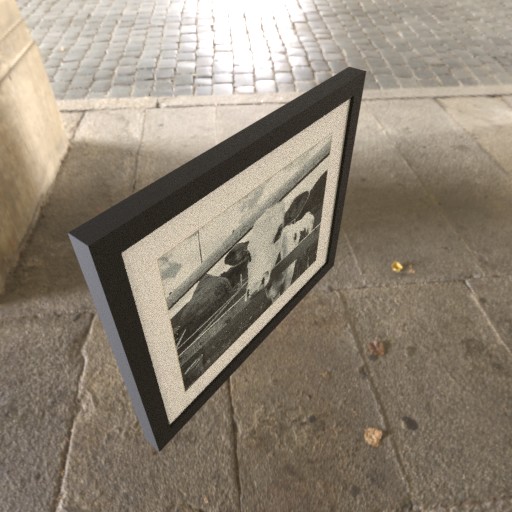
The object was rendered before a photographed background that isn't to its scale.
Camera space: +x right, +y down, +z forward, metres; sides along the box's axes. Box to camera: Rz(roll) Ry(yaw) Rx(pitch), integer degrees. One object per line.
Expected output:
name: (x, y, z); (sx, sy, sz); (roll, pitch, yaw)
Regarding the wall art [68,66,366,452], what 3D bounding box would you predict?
wall art: (0.000, 0.000, 0.538); (0.024, 0.329, 0.404); (28, 50, 27)
